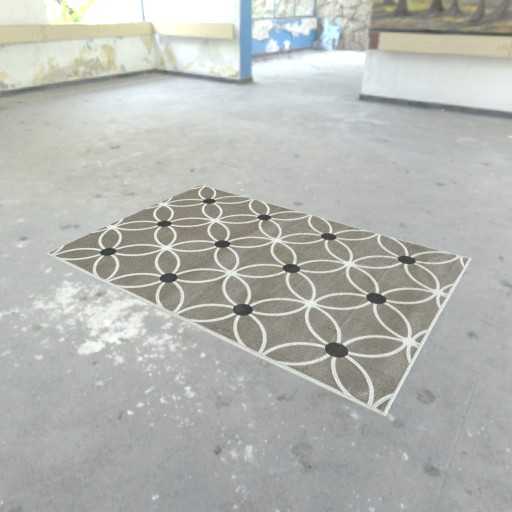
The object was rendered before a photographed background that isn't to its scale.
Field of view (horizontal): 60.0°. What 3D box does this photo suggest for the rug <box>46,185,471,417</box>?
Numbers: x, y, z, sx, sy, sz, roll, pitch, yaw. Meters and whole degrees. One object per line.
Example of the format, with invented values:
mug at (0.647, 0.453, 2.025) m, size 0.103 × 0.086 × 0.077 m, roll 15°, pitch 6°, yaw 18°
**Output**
rug at (0.000, 0.000, 2.845) m, size 2.284 × 0.008 × 1.522 m, roll 19°, pitch 35°, yaw 30°
